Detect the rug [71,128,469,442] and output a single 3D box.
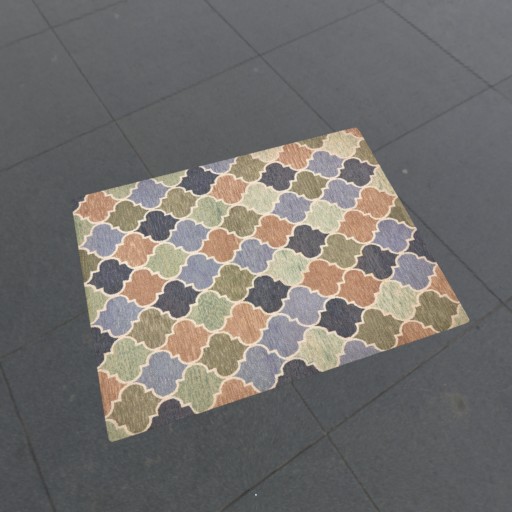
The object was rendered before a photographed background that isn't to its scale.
[{"bbox_3d":[0.000,0.000,4.236,3.200,0.013,2.439,-16,63,-8],"label":"rug"}]
